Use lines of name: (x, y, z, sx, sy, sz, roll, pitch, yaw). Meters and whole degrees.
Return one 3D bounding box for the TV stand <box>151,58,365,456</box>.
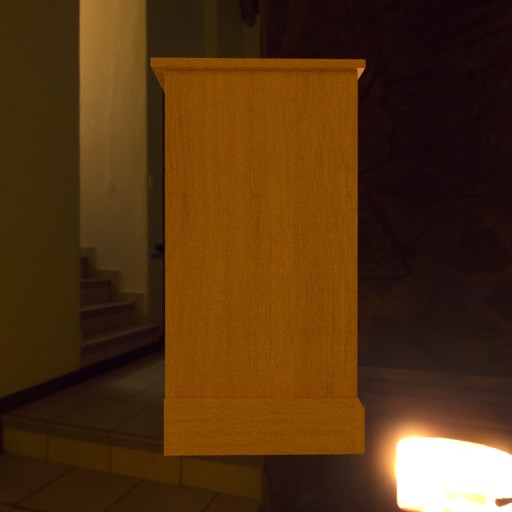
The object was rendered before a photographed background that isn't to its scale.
TV stand: (0.000, 0.000, 1.305, 0.430, 0.787, 0.851, 0, 0, -1)
